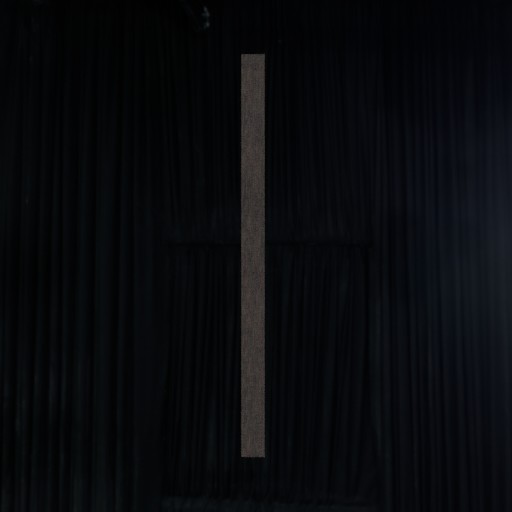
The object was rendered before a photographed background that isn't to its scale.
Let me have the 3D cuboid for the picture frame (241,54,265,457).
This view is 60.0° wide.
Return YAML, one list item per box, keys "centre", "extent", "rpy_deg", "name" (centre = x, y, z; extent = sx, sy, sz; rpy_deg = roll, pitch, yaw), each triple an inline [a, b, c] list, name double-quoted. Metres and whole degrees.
- centre: [0.000, 0.000, 0.774]
  extent: [0.026, 0.455, 0.546]
  rpy_deg: [0, 0, 1]
  name: "picture frame"
